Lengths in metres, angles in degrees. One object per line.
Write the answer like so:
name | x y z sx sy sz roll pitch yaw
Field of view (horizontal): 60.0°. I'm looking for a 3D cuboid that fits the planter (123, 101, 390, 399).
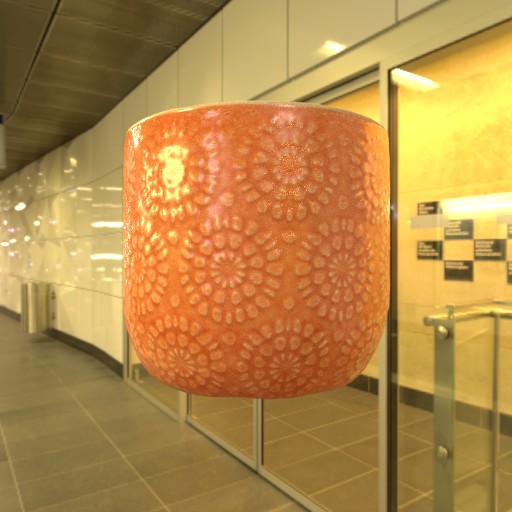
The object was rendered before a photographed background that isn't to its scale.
planter | 0.000 0.000 0.287 0.170 0.152 0.170 0 0 0
